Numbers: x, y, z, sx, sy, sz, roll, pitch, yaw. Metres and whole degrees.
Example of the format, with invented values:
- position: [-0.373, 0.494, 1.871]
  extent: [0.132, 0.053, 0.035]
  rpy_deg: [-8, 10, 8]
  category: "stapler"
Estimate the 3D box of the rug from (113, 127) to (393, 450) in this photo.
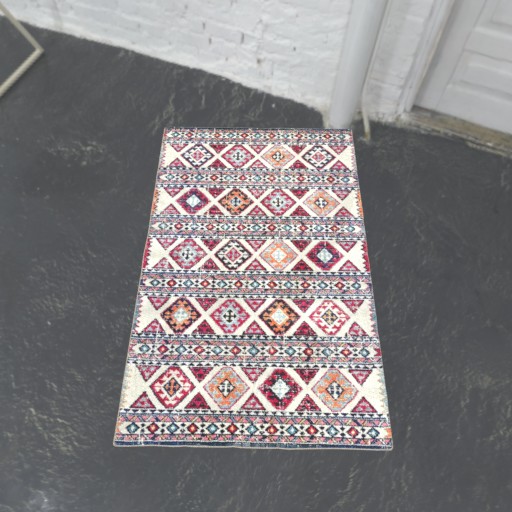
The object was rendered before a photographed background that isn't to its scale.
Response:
- position: [0.000, 0.000, 3.037]
  extent: [1.545, 0.010, 2.440]
  rpy_deg: [1, 60, 0]
  category: "rug"
